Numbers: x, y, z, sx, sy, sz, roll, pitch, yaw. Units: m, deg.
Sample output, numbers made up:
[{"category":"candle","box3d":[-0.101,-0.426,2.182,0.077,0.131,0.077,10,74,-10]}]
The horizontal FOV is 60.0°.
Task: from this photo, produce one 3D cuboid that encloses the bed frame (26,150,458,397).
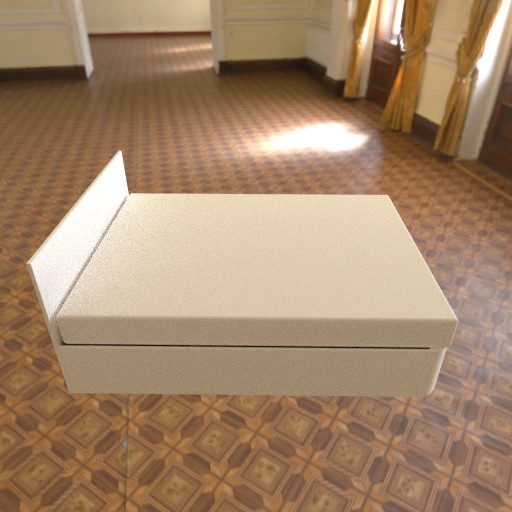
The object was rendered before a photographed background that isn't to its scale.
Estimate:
[{"category":"bed frame","box3d":[0.000,0.000,2.645,1.900,0.800,1.400,0,33,1]}]
